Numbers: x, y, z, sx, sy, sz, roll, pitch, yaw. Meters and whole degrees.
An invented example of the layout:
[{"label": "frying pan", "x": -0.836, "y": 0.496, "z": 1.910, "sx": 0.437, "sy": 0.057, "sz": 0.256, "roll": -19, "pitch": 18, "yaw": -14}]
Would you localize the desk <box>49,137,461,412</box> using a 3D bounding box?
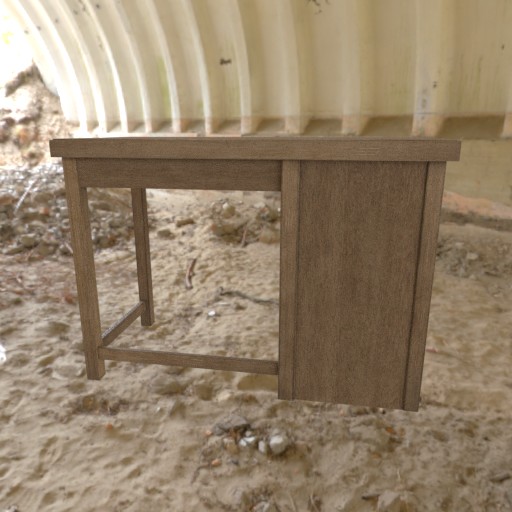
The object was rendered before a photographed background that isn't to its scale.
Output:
[{"label": "desk", "x": 0.000, "y": 0.000, "z": 1.773, "sx": 1.289, "sy": 0.912, "sz": 0.610, "roll": 3, "pitch": 16, "yaw": 9}]
